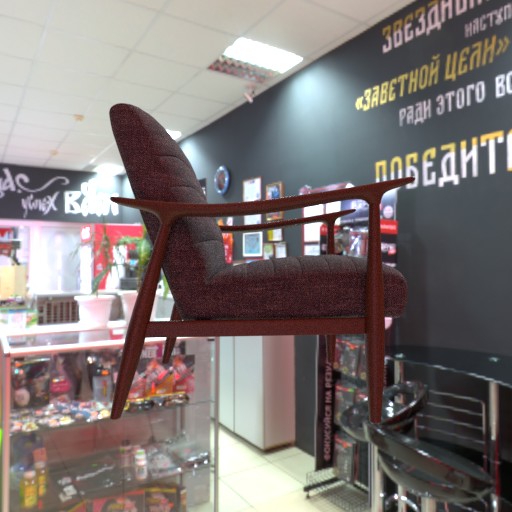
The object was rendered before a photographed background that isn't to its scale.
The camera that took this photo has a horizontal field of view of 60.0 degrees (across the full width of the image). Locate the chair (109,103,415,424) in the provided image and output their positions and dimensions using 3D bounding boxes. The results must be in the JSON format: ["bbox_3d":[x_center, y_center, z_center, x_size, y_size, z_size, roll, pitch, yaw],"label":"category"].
[{"bbox_3d":[0.000,0.000,1.433,0.798,0.832,0.741,0,-1,0],"label":"chair"}]
